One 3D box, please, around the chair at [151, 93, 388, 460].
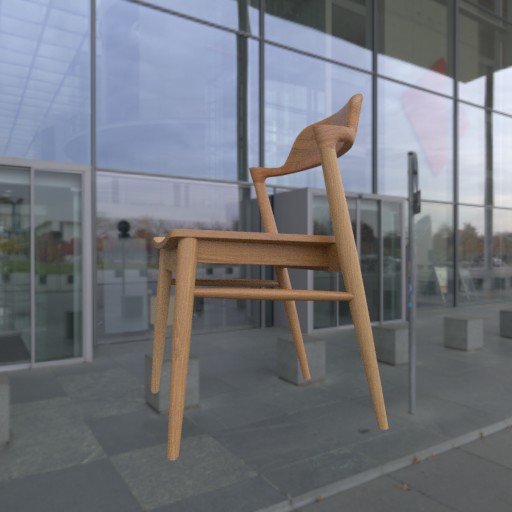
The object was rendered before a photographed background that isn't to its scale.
[{"bbox_3d":[0.000,0.000,1.146,0.499,0.792,0.512,0,0,-17],"label":"chair"}]
